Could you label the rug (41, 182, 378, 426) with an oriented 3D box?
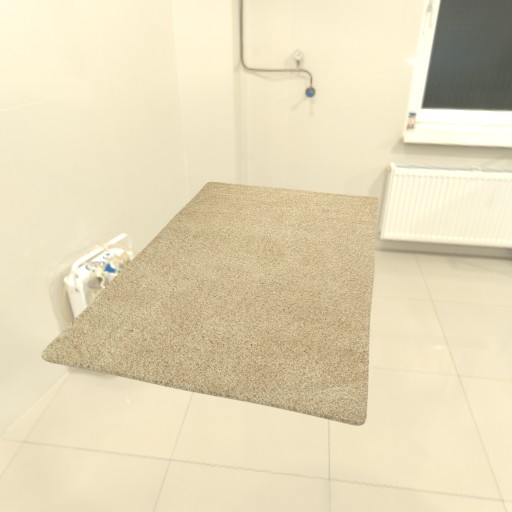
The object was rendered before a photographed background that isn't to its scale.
[{"bbox_3d":[0.000,0.000,2.883,1.500,0.025,2.349,7,31,13],"label":"rug"}]
